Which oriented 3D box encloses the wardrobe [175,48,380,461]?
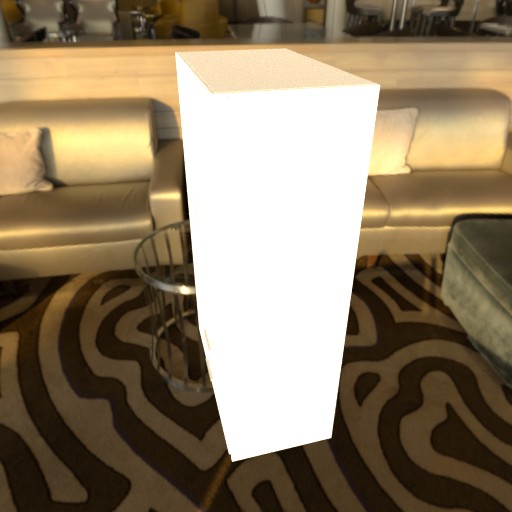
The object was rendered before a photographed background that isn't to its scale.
[{"bbox_3d":[0.000,0.000,2.265,0.577,1.808,0.991,-8,32,-13],"label":"wardrobe"}]
